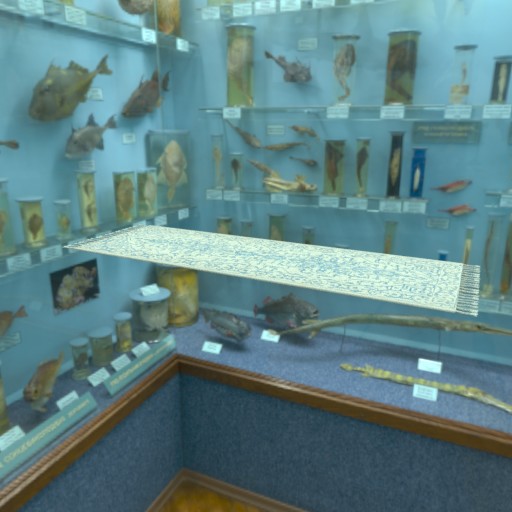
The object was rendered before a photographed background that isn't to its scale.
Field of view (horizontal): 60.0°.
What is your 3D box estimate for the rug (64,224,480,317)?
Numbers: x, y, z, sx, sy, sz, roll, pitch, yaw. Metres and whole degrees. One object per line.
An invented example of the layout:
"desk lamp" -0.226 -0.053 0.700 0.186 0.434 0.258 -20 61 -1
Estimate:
"rug" 0.000 0.000 2.693 2.449 0.011 0.774 8 18 25
